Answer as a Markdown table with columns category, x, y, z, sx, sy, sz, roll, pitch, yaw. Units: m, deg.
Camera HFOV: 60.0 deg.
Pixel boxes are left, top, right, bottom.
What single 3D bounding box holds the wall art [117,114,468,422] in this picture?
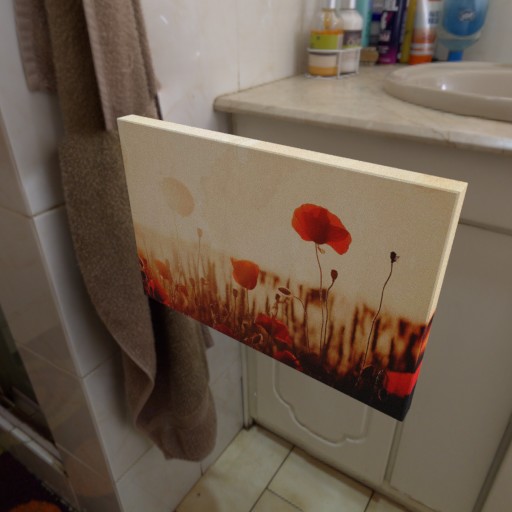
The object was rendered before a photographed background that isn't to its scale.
| category | x | y | z | sx | sy | sz | roll | pitch | yaw |
| --- | --- | --- | --- | --- | --- | --- | --- | --- | --- |
| wall art | 0.000 | 0.000 | 0.786 | 0.613 | 0.402 | 0.040 | 20 | 36 | 30 |
